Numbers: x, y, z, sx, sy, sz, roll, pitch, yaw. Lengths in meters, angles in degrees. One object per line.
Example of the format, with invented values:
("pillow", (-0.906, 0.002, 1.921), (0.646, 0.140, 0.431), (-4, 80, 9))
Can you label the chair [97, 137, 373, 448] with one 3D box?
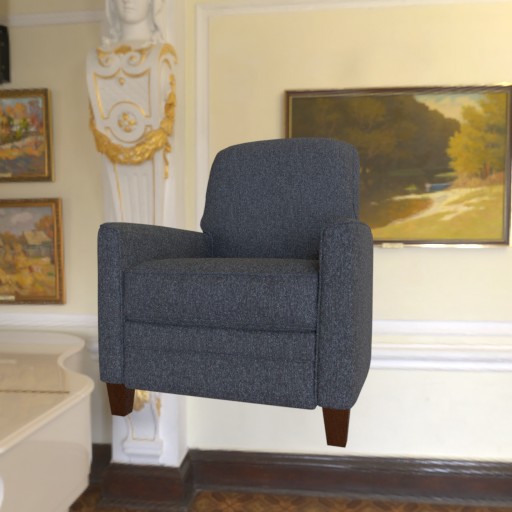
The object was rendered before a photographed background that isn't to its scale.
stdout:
("chair", (0.000, 0.000, 1.644), (0.839, 1.016, 0.850), (0, 2, 18))
